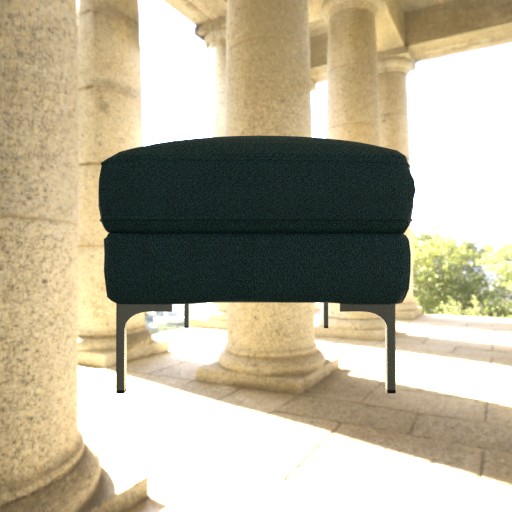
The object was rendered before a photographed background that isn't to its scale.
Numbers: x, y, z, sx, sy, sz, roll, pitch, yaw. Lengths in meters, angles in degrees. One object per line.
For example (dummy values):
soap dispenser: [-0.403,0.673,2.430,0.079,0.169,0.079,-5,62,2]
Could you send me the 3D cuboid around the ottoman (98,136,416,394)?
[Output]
ottoman: [0.000,0.000,1.181,0.563,0.498,0.856,0,0,0]
